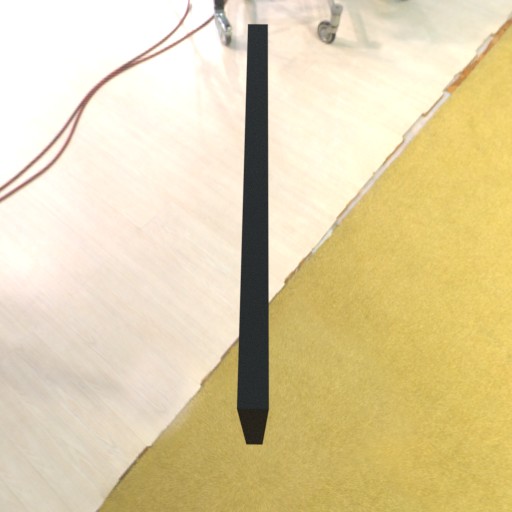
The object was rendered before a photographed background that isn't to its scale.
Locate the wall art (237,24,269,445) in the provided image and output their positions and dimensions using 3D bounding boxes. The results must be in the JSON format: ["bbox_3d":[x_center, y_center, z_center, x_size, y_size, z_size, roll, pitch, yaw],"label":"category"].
[{"bbox_3d":[0.000,0.000,0.746,0.030,0.454,0.554,1,63,0],"label":"wall art"}]
